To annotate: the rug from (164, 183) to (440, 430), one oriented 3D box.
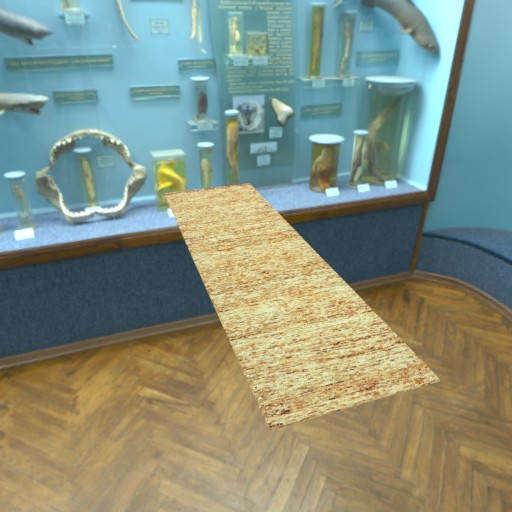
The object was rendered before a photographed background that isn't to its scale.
[{"bbox_3d":[0.000,0.000,2.471,0.680,0.014,2.237,-10,31,-17],"label":"rug"}]
